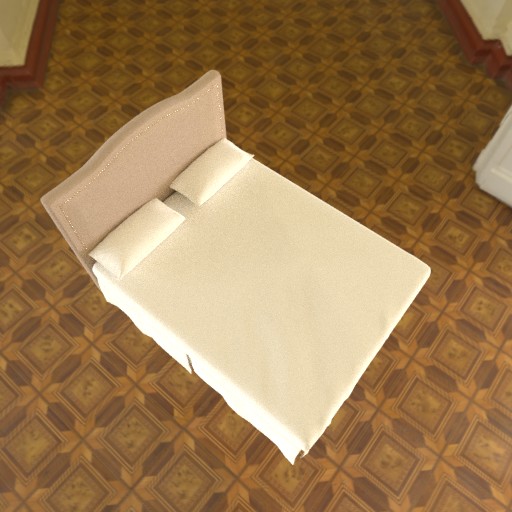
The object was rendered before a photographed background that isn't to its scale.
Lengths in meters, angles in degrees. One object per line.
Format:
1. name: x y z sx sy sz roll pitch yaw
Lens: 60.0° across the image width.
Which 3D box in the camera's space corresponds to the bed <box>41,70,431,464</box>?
1. bed: 0.000 0.000 3.404 2.282 1.436 1.821 35 65 19
